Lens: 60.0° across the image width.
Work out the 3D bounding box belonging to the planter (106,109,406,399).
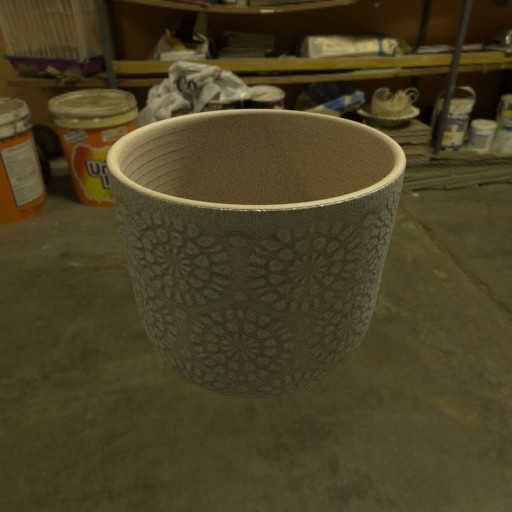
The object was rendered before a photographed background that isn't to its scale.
[{"bbox_3d":[0.000,0.000,0.299,0.169,0.153,0.169,0,32,0],"label":"planter"}]
